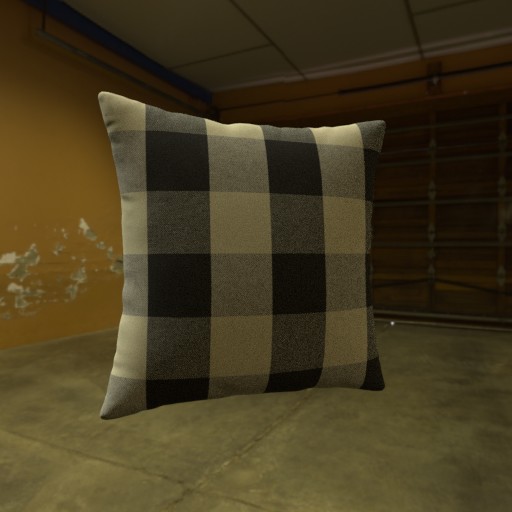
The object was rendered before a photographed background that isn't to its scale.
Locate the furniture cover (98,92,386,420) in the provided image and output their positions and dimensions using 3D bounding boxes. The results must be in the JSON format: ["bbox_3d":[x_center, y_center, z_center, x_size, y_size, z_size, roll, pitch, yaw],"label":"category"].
[{"bbox_3d":[0.000,0.000,0.762,0.511,0.509,0.161,0,0,-17],"label":"furniture cover"}]
